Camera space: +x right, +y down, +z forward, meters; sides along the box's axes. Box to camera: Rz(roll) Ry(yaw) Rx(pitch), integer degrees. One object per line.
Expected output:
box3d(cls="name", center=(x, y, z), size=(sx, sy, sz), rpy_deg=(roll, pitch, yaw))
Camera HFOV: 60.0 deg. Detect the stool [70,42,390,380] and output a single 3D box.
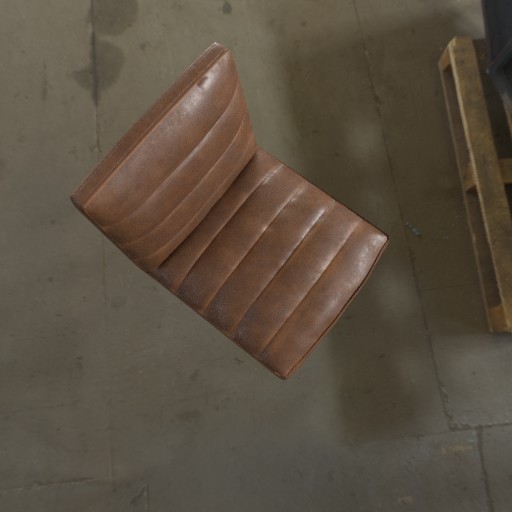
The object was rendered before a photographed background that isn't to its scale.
box3d(cls="stool", center=(0.000, 0.000, 1.263), size=(0.562, 0.942, 0.463), rpy_deg=(37, 79, 9))
